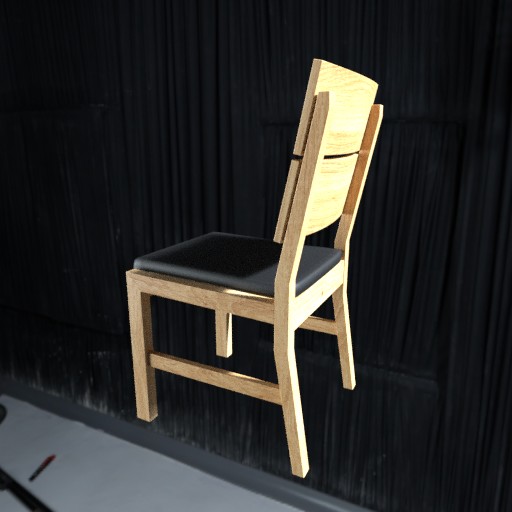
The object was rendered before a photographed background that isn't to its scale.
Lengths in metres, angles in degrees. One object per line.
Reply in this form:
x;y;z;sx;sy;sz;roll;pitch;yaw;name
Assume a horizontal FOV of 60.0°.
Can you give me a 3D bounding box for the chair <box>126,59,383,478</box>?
0.000;0.000;1.277;0.569;0.950;0.475;8;17;26;chair
